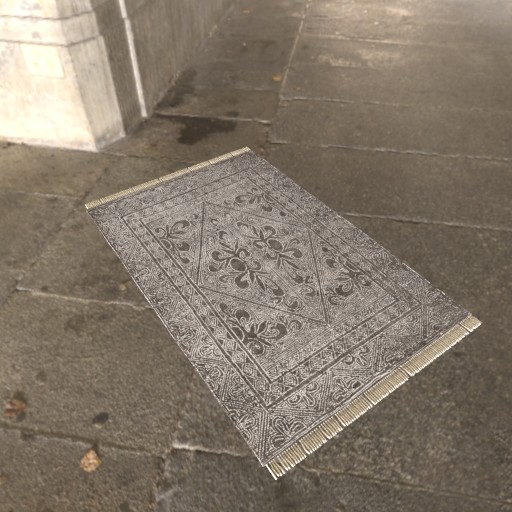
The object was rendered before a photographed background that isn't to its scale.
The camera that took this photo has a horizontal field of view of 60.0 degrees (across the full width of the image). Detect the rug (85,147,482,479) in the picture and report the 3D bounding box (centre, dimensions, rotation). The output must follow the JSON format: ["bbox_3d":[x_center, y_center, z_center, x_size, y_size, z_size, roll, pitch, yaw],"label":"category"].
[{"bbox_3d":[0.000,0.000,2.985,1.529,0.010,2.440,-26,49,-25],"label":"rug"}]
